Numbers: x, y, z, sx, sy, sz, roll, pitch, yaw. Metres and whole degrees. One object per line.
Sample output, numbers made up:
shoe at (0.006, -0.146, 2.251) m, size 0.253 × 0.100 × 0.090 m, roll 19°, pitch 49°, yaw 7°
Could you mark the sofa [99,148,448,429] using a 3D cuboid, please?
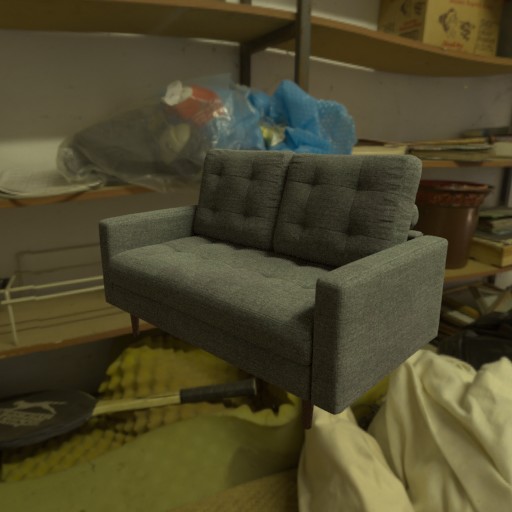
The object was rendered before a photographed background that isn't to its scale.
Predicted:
sofa at (0.000, 0.000, 1.999) m, size 1.407 × 0.907 × 0.842 m, roll 14°, pitch 21°, yaw 41°
